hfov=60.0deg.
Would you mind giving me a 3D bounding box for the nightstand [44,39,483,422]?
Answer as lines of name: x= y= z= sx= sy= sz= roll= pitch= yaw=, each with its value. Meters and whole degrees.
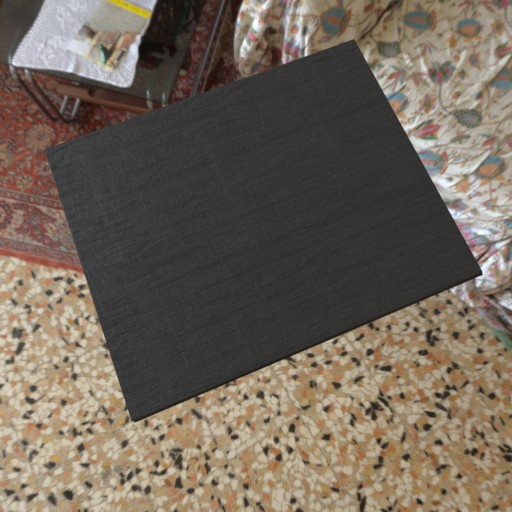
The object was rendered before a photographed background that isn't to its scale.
nightstand: x=0.000 y=0.000 z=0.747 sx=0.427 sy=0.448 sz=0.347 roll=-22 pitch=77 yaw=-5
